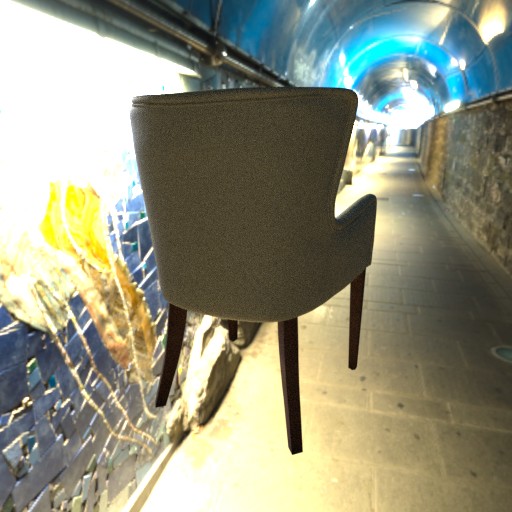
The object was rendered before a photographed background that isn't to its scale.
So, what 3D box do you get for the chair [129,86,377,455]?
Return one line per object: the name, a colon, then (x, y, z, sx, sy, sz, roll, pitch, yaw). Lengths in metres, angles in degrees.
chair: (0.000, 0.000, 1.401, 0.660, 0.952, 0.686, 8, 17, 26)
